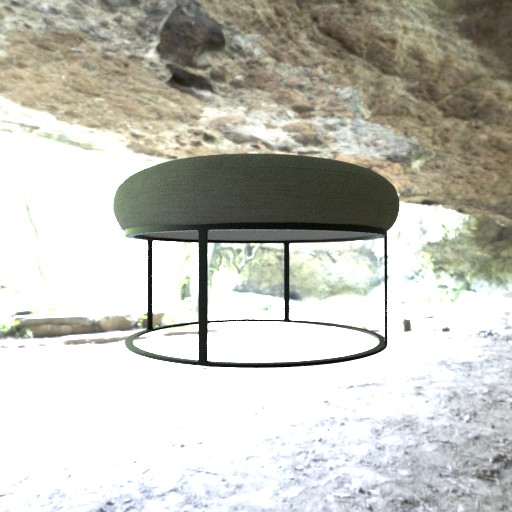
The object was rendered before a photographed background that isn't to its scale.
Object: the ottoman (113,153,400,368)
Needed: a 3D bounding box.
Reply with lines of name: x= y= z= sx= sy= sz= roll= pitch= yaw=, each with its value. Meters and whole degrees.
ottoman: x=0.000 y=0.000 z=1.244 sx=0.769 sy=0.459 sz=0.769 roll=0 pitch=-1 yaw=0
